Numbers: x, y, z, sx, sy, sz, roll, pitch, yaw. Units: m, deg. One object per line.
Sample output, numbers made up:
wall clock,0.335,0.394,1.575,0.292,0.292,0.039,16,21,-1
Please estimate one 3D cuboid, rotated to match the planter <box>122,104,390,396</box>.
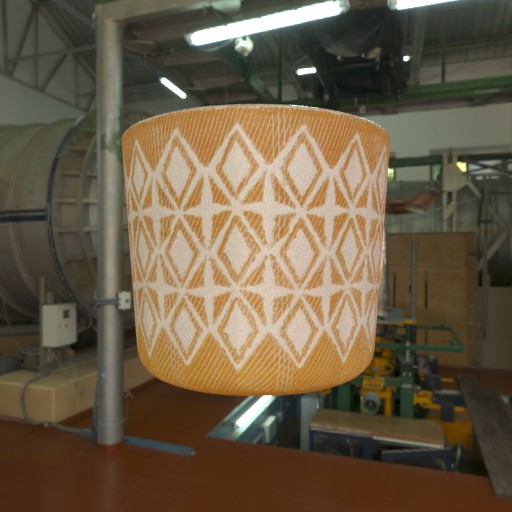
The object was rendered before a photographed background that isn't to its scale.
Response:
planter,0.000,0.000,0.333,0.193,0.165,0.193,0,0,0
